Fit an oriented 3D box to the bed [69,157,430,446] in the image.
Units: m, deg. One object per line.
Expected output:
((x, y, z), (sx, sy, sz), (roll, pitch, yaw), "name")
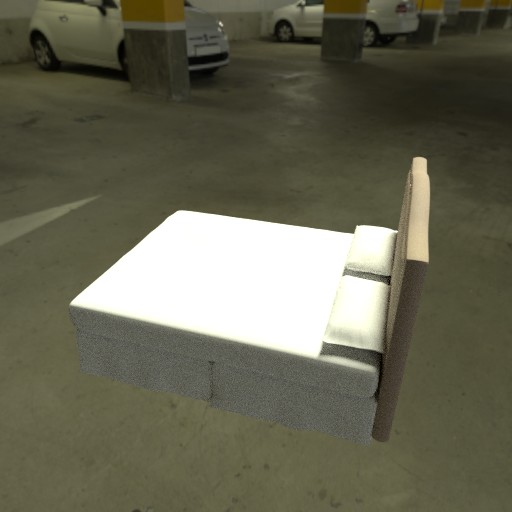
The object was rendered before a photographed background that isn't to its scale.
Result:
((0.000, 0.000, 3.419), (2.282, 1.436, 1.821), (9, 31, 16), "bed")
